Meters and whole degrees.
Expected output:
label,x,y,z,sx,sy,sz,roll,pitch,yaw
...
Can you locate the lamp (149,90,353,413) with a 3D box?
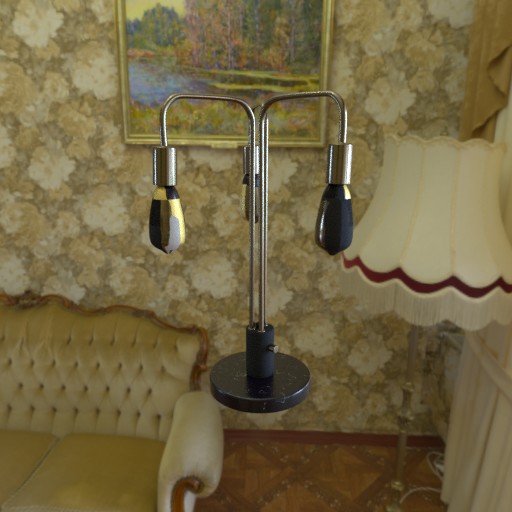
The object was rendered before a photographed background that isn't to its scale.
label,x,y,z,sx,sy,sz,roll,pitch,yaw
lamp,0.000,0.000,0.815,0.368,0.560,0.355,13,19,43
